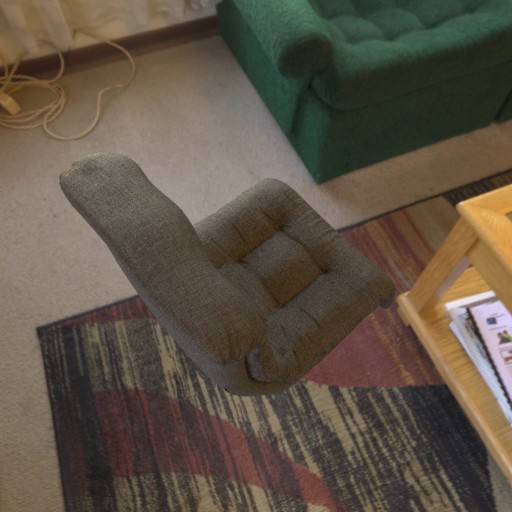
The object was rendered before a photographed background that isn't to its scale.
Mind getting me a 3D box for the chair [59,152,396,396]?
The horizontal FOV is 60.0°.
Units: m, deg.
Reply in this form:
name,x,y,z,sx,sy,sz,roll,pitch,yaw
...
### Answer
name,x,y,z,sx,sy,sz,roll,pitch,yaw
chair,0.000,0.000,1.203,0.668,0.749,0.597,-35,65,-19
